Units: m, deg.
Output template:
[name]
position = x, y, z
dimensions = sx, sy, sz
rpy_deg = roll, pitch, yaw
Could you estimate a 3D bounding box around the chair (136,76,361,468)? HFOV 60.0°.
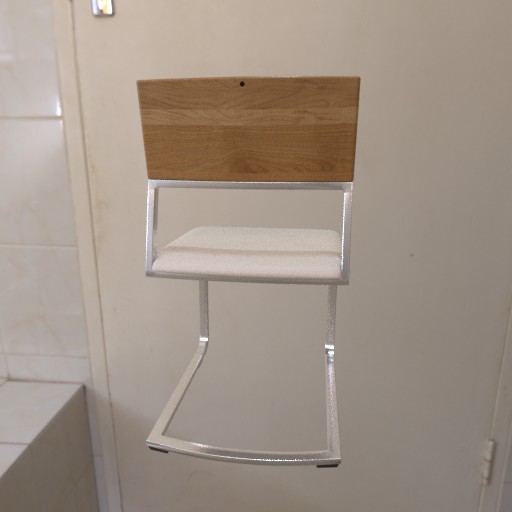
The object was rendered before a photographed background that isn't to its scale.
[chair]
position = 0.000, 0.000, 1.179
dimensions = 0.467, 0.844, 0.585
rpy_deg = 2, 15, 7
